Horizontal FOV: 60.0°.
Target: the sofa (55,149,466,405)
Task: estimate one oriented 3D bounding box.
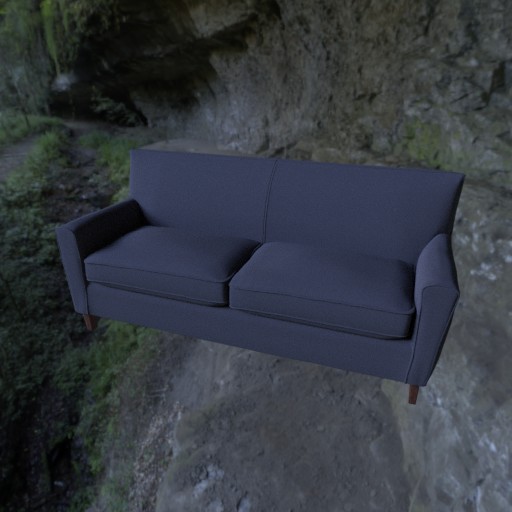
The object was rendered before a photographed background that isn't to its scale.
[{"bbox_3d":[0.000,0.000,2.417,2.002,0.907,0.843,8,26,18],"label":"sofa"}]
